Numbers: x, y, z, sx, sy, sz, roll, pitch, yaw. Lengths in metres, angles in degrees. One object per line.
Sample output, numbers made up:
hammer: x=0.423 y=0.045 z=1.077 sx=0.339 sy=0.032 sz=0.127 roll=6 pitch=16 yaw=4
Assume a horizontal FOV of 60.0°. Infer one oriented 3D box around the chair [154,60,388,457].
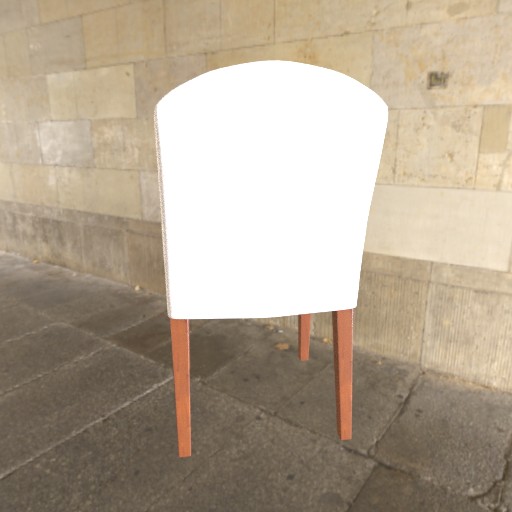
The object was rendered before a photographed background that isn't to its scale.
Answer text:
chair: x=0.000 y=0.000 z=1.195 sx=0.472 sy=0.893 sz=0.540 roll=-2 pitch=15 yaw=-9
